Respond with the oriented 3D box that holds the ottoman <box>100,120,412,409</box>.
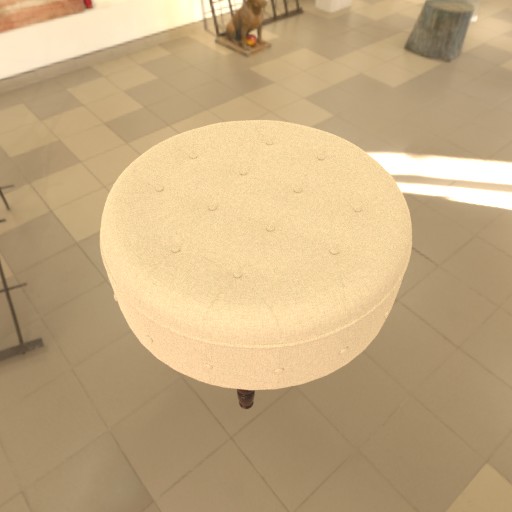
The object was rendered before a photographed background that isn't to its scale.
[{"bbox_3d":[0.000,0.000,1.361,0.848,0.494,0.848,0,47,0],"label":"ottoman"}]
